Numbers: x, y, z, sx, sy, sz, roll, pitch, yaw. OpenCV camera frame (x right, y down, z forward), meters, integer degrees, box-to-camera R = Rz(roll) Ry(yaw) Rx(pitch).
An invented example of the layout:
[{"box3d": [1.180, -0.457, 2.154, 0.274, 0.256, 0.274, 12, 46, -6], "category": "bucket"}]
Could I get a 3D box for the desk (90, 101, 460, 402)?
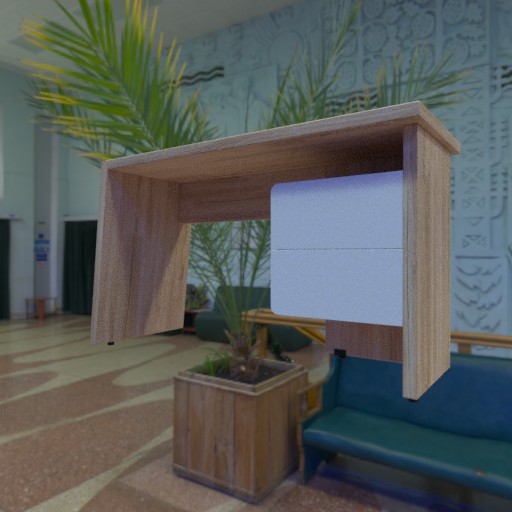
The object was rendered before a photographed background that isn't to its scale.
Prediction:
[{"box3d": [0.000, 0.000, 1.636, 1.300, 0.750, 0.500, 0, 0, 35], "category": "desk"}]
